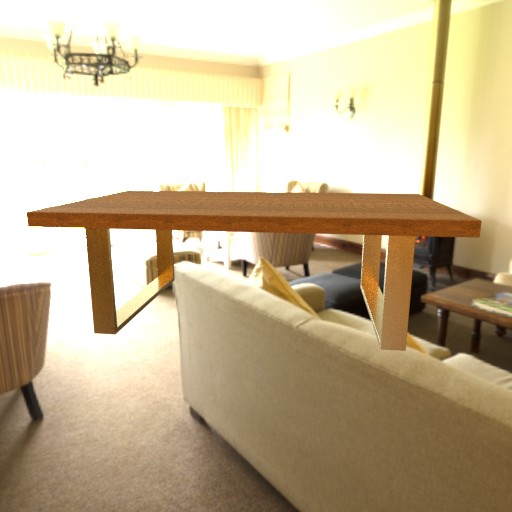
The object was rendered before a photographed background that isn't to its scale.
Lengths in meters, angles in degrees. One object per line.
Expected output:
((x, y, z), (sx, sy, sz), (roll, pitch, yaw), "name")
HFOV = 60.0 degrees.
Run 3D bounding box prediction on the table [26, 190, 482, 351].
((0.000, 0.000, 1.784), (1.400, 0.440, 0.800), (2, 14, 7), "table")
